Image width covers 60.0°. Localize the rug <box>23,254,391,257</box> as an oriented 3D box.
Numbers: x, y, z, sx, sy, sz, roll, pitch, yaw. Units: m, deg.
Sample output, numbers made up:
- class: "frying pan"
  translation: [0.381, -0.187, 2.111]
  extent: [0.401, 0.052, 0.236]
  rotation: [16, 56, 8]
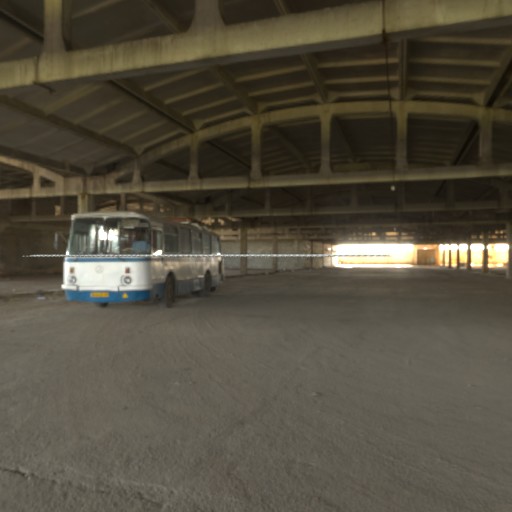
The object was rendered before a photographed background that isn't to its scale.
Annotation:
- class: "rug"
  translation: [0.000, 0.000, 4.089]
  extent: [2.380, 0.013, 3.051]
  rotation: [0, 0, 17]
